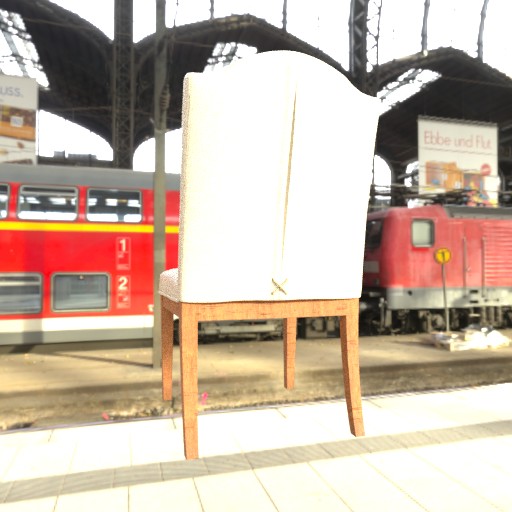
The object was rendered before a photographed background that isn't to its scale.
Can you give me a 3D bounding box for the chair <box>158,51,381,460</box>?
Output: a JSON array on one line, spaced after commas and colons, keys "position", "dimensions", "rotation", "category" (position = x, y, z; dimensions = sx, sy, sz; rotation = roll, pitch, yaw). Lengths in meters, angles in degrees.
[{"position": [0.000, 0.000, 1.381], "dimensions": [0.534, 1.012, 0.648], "rotation": [0, -1, -18], "category": "chair"}]
